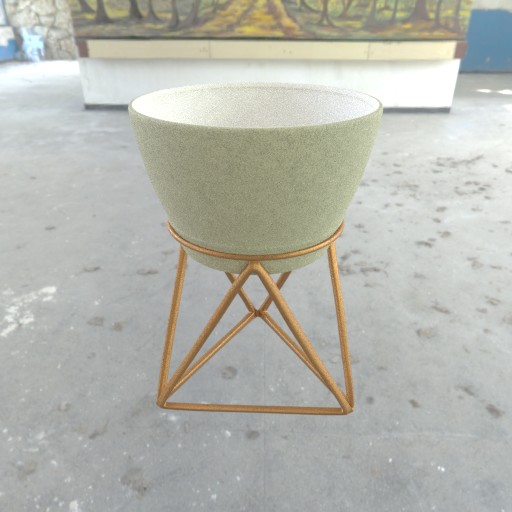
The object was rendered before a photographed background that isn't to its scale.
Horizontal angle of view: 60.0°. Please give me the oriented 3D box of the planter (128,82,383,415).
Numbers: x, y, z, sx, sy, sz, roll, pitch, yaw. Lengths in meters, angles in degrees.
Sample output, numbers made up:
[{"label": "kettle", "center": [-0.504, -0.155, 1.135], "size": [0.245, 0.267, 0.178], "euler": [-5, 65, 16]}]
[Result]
[{"label": "planter", "center": [0.000, 0.000, 0.746], "size": [0.350, 0.504, 0.350], "euler": [1, 29, 2]}]
